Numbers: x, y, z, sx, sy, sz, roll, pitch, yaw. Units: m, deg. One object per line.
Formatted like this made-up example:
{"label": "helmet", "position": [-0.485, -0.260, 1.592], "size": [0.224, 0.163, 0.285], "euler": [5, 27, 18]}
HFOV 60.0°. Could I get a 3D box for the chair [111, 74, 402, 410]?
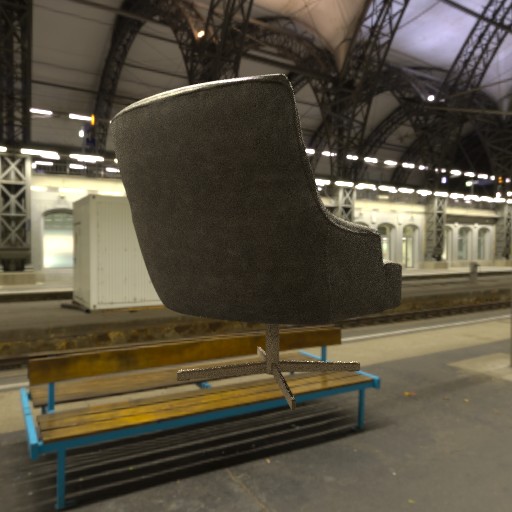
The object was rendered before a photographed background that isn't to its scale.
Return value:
{"label": "chair", "position": [0.000, 0.000, 1.503], "size": [0.738, 0.870, 0.874], "euler": [1, 1, 37]}
